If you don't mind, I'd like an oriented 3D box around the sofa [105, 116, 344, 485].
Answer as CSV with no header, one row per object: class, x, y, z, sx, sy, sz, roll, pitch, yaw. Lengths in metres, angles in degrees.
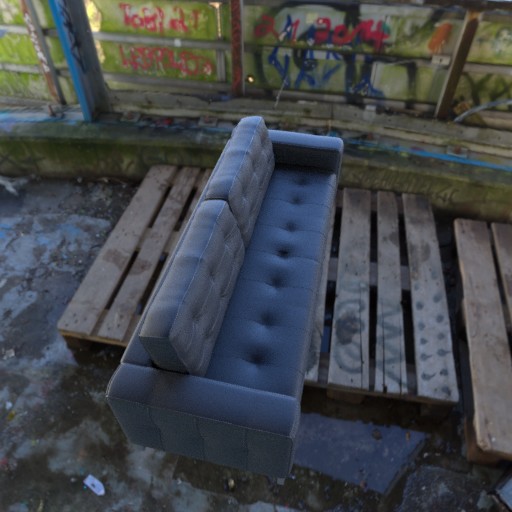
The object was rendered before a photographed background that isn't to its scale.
sofa,0.000,0.000,2.685,0.833,0.893,2.275,9,47,9
